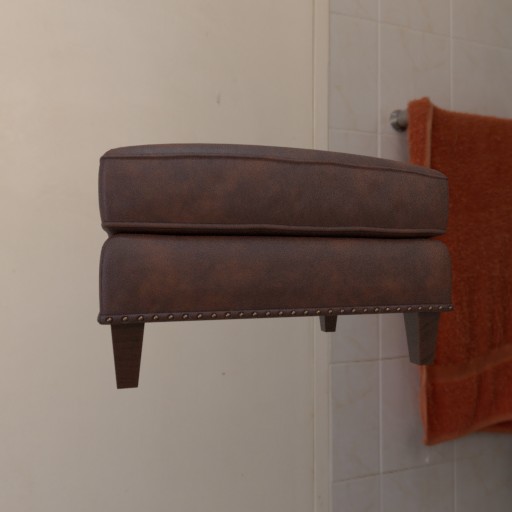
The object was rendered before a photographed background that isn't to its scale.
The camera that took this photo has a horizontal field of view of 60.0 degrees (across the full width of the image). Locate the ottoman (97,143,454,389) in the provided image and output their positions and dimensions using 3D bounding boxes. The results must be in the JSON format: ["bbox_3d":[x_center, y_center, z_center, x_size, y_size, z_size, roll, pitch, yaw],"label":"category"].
[{"bbox_3d":[0.000,0.000,1.137,0.742,0.486,0.586,0,-1,-16],"label":"ottoman"}]
